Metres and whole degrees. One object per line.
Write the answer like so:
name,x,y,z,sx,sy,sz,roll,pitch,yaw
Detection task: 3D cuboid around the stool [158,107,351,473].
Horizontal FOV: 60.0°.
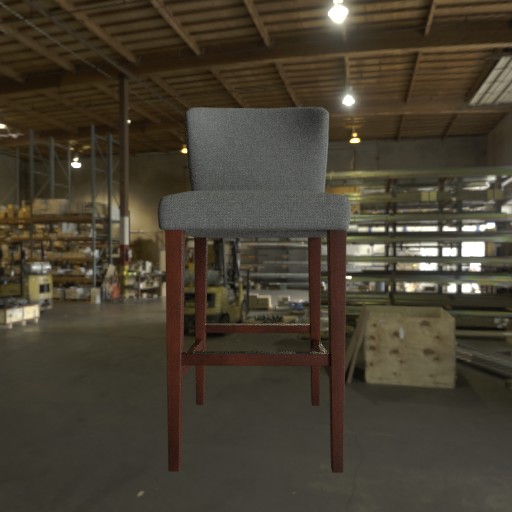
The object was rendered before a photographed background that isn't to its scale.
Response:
stool,0.000,0.000,1.351,0.486,1.069,0.568,0,0,1
